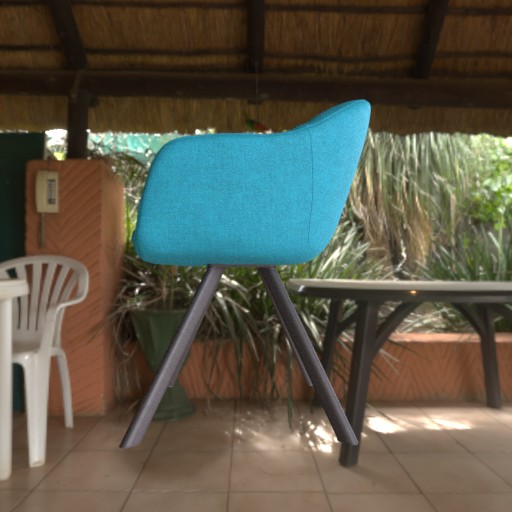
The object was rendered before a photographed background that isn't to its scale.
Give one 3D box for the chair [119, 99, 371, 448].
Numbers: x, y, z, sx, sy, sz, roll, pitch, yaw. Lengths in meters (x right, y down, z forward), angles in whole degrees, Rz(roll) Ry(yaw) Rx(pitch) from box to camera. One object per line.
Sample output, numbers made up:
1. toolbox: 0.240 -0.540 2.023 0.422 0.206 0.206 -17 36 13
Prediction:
1. chair: 0.000 0.000 1.142 0.565 0.775 0.545 0 -1 -2
